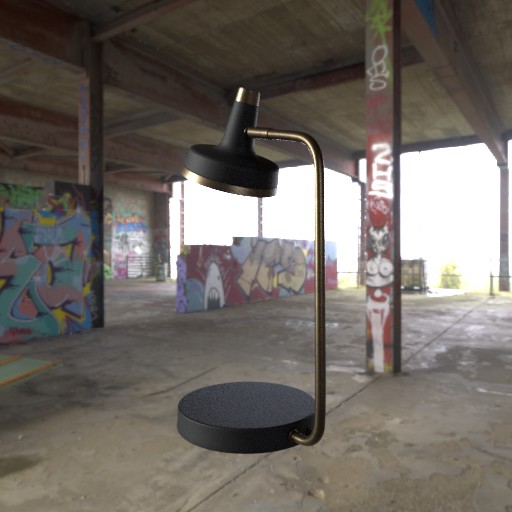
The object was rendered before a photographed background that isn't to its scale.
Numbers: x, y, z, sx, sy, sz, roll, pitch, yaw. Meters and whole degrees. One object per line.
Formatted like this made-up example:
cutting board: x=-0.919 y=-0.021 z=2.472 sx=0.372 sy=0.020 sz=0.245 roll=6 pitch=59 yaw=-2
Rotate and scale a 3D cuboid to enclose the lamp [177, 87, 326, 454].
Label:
lamp: x=0.000 y=0.000 z=0.496 sx=0.162 sy=0.385 sz=0.218 roll=0 pitch=1 yaw=-35
